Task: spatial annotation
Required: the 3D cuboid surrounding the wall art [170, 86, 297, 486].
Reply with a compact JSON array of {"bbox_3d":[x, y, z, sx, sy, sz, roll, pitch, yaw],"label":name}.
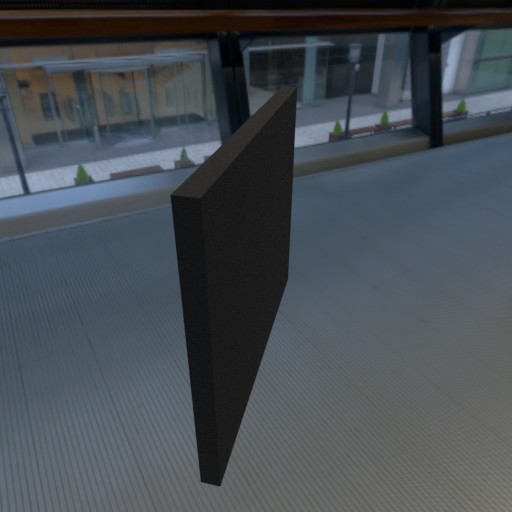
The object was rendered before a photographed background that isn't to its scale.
[{"bbox_3d":[0.000,0.000,0.765,0.031,0.457,0.558,7,32,12],"label":"wall art"}]
